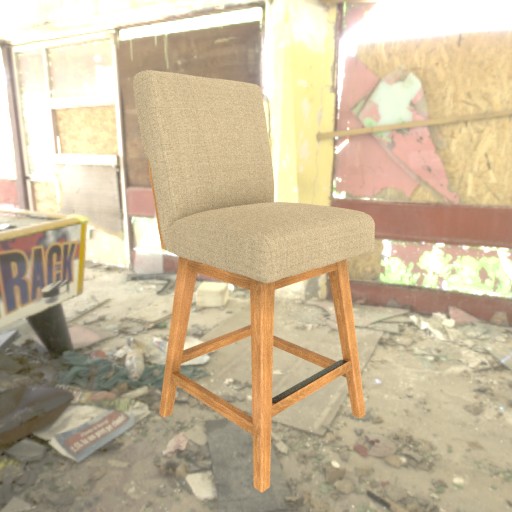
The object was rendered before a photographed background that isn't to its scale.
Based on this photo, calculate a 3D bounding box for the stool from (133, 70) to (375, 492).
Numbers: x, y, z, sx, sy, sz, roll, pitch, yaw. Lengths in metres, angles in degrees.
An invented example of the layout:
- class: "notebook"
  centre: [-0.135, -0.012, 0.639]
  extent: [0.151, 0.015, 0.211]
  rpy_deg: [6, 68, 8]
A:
- class: "stool"
  centre: [0.000, 0.000, 1.277]
  extent: [0.459, 1.010, 0.526]
  rpy_deg: [-13, 19, -43]
